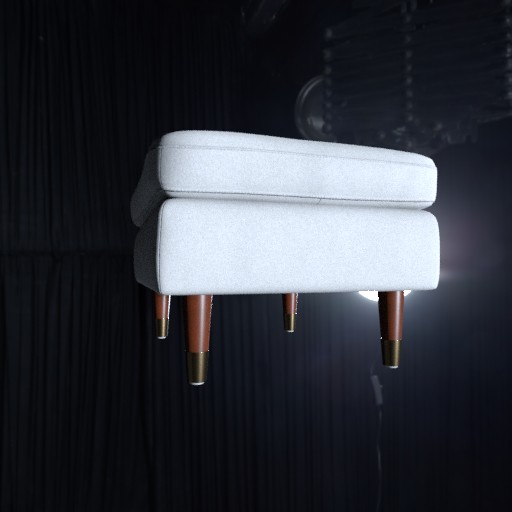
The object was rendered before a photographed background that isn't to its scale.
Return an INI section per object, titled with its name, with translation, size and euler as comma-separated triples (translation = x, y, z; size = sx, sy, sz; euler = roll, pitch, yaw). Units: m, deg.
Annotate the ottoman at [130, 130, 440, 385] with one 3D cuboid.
[ottoman]
translation = 0.000, 0.000, 1.126
size = 0.593, 0.478, 0.747
euler = 1, -2, -19
